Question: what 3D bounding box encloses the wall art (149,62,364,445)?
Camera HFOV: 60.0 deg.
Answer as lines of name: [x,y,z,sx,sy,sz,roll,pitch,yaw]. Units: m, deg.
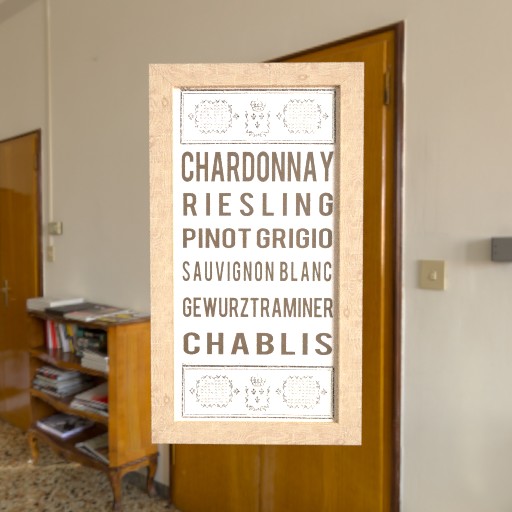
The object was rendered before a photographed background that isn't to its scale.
wall art: [0.000,0.000,0.801,0.381,0.683,0.013,0,2,1]
